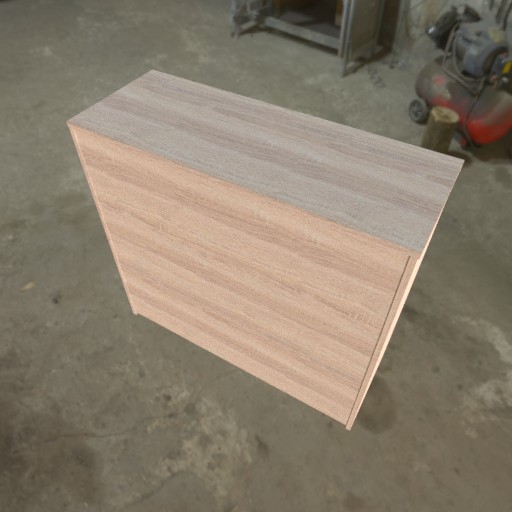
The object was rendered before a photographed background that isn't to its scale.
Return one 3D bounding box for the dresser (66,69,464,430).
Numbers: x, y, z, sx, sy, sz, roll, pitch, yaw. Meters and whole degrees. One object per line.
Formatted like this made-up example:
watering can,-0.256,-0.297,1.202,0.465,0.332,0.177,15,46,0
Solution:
dresser,0.000,0.000,1.483,0.980,0.900,0.380,23,51,20
